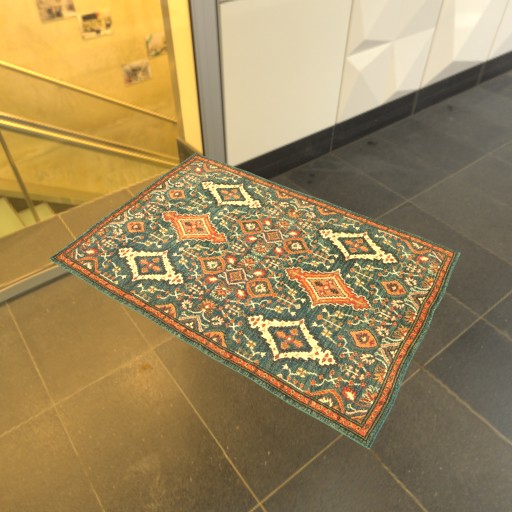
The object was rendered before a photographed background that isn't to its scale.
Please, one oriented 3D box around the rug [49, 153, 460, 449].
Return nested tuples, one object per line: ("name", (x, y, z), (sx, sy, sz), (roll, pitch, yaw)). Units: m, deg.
("rug", (0.000, 0.000, 3.054), (2.373, 0.009, 1.622), (25, 50, 23))
